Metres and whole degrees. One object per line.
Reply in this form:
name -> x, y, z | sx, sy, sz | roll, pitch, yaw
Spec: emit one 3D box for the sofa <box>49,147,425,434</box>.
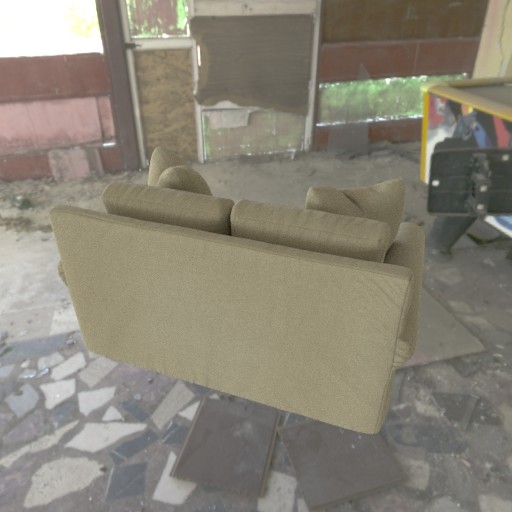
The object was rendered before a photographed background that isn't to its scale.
sofa -> 0.000, 0.000, 2.189 | 1.550, 0.905, 1.070 | 11, 34, 17
